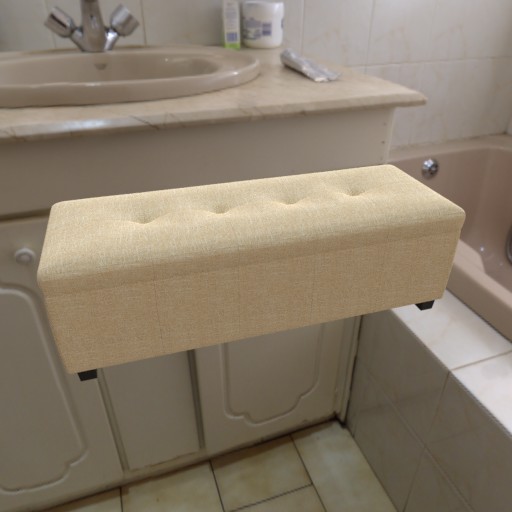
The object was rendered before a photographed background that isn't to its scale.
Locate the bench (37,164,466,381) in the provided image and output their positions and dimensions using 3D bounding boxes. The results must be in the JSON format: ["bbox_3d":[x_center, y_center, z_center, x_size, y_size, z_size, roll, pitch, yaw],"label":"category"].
[{"bbox_3d":[0.000,0.000,1.456,1.219,0.406,0.432,-9,33,-14],"label":"bench"}]
